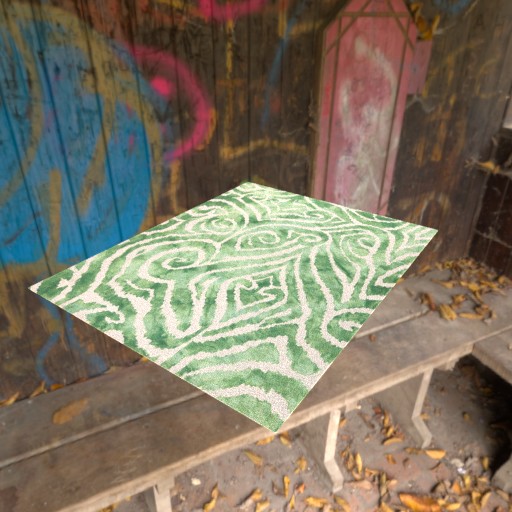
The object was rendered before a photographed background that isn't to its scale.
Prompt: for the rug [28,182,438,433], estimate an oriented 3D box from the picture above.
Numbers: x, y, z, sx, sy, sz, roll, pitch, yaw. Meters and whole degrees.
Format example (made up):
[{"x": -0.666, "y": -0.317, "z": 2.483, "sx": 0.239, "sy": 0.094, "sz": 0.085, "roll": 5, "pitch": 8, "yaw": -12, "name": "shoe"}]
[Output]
[{"x": 0.000, "y": 0.000, "z": 4.108, "sx": 2.436, "sy": 0.007, "sz": 3.045, "roll": 20, "pitch": 35, "yaw": 30, "name": "rug"}]
